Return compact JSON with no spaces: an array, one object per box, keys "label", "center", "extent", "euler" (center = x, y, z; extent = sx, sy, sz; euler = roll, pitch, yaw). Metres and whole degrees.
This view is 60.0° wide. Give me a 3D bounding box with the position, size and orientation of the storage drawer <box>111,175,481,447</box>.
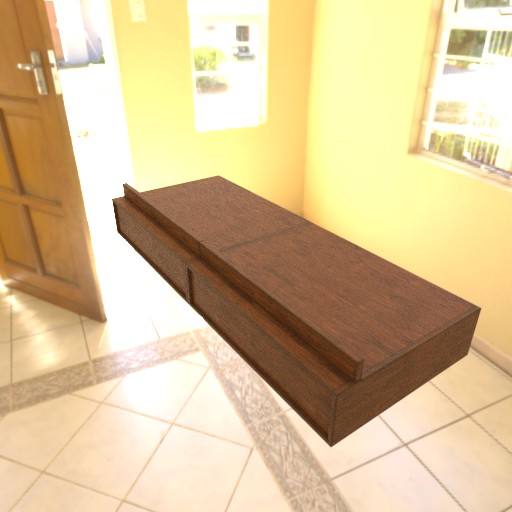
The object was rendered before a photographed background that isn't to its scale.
[{"label":"storage drawer","center":[0.000,0.000,2.215],"extent":[0.774,0.339,1.914],"euler":[-19,34,-30]}]
